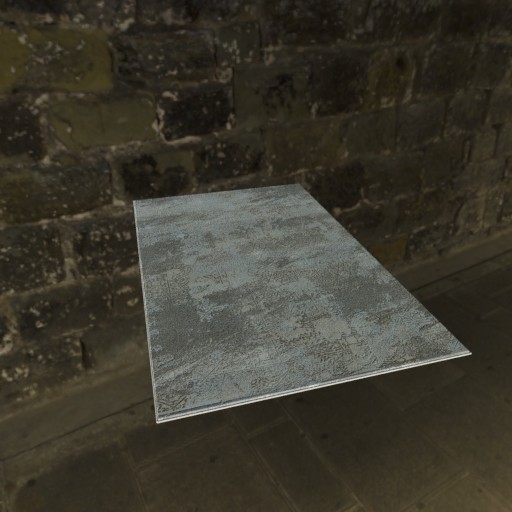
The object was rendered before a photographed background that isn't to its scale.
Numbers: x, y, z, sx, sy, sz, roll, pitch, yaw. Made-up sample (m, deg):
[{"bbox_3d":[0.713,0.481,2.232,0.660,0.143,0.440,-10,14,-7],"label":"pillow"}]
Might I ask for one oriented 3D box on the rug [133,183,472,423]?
[{"bbox_3d":[0.000,0.000,3.026,1.536,0.012,2.431,-8,31,-14],"label":"rug"}]
